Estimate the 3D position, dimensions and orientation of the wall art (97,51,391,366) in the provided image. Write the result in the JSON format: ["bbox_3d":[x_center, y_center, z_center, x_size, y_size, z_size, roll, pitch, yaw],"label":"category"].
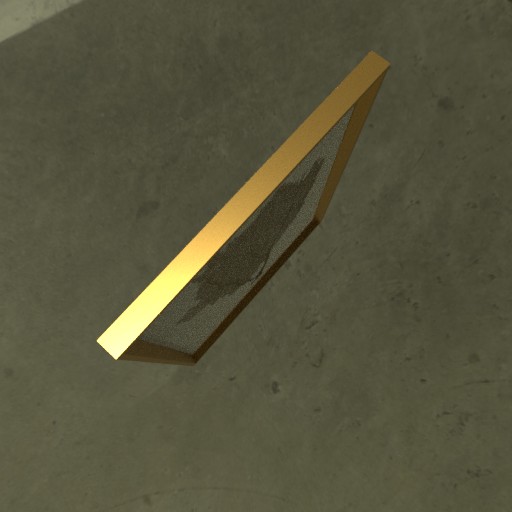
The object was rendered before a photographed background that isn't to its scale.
[{"bbox_3d":[0.000,0.000,1.019,0.038,0.762,0.610,40,79,10],"label":"wall art"}]
